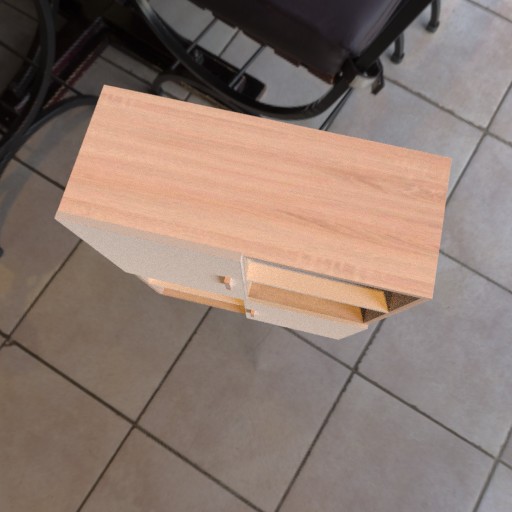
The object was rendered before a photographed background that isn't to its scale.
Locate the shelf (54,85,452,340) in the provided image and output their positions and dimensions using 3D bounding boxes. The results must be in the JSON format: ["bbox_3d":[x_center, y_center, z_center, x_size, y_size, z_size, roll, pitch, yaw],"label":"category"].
[{"bbox_3d":[0.000,0.000,1.863,0.995,1.405,0.434,13,76,3],"label":"shelf"}]
